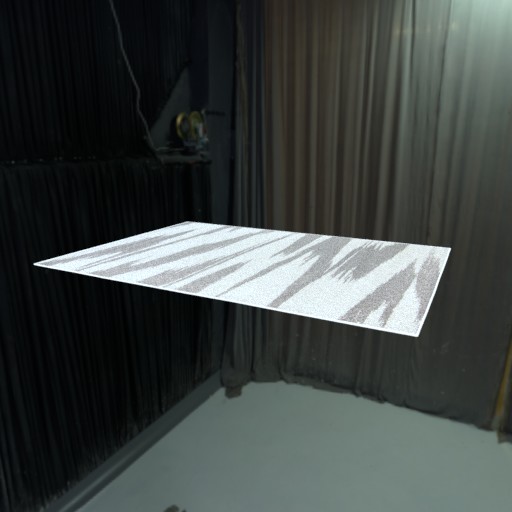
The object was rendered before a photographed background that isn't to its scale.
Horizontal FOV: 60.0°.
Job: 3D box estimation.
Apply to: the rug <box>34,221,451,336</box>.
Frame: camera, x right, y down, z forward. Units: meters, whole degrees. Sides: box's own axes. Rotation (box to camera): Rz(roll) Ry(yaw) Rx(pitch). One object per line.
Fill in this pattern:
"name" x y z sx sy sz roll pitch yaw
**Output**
"rug" 0.000 0.000 2.770 2.142 0.010 1.533 8 17 26
